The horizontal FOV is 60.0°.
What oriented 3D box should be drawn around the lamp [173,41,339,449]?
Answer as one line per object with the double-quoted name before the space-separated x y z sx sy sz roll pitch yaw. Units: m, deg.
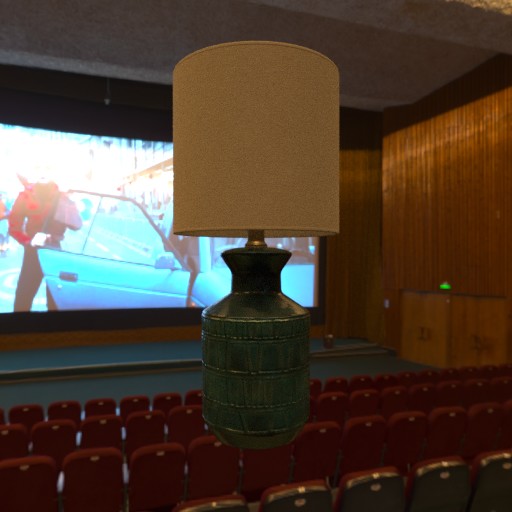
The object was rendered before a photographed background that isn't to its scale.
"lamp" 0.000 0.000 0.573 0.211 0.455 0.211 0 0 -19
